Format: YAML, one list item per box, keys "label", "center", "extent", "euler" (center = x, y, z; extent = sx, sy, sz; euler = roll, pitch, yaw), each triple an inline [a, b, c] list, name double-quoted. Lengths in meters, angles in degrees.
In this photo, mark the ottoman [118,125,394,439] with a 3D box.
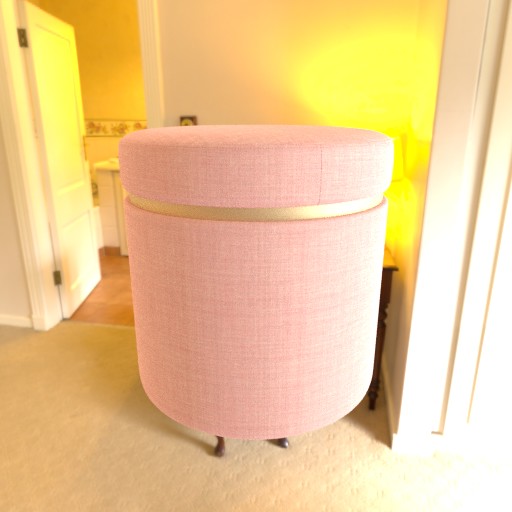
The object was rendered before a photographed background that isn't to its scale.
- label: "ottoman"
  center: [0.000, 0.000, 0.720]
  extent: [0.400, 0.406, 0.400]
  euler: [0, 18, 0]
